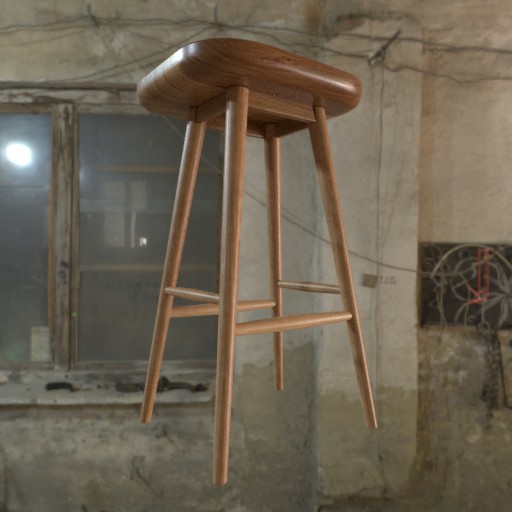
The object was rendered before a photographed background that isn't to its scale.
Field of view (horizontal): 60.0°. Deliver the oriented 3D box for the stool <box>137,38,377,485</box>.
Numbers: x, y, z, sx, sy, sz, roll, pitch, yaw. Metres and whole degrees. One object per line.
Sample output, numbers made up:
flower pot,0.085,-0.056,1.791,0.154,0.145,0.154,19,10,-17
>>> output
stool,0.000,0.000,0.913,0.407,0.698,0.322,-1,1,-36
